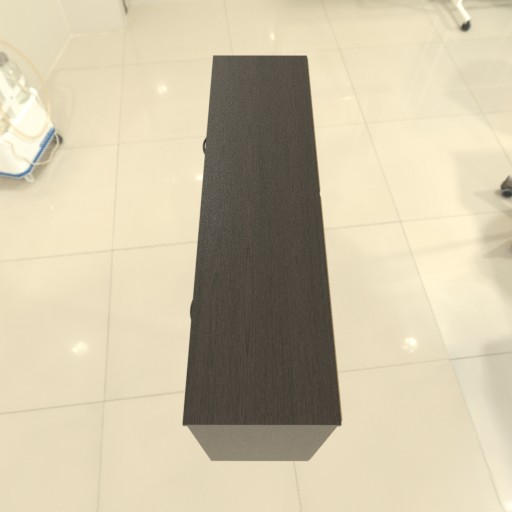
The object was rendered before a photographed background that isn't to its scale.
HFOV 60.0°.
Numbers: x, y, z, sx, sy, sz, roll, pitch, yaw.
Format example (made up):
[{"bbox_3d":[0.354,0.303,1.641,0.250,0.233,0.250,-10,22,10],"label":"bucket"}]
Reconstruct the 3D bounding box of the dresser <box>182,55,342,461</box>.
[{"bbox_3d":[0.000,0.000,1.687,0.401,0.755,1.360,0,59,0],"label":"dresser"}]
